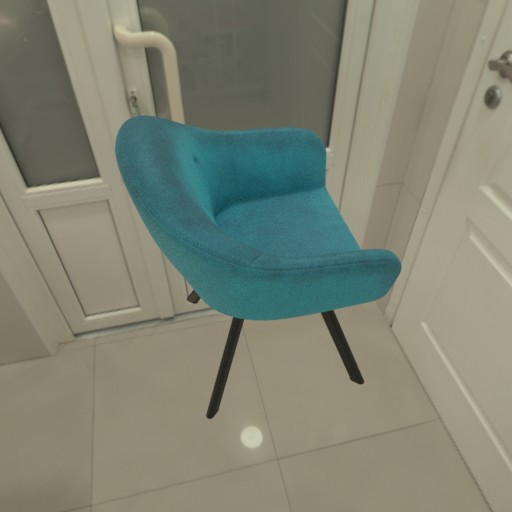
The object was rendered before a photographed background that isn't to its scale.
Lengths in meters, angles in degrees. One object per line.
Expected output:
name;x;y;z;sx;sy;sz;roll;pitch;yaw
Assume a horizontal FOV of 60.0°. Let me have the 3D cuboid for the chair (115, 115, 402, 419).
chair;0.000;0.000;1.175;0.570;0.780;0.540;-10;46;-9
